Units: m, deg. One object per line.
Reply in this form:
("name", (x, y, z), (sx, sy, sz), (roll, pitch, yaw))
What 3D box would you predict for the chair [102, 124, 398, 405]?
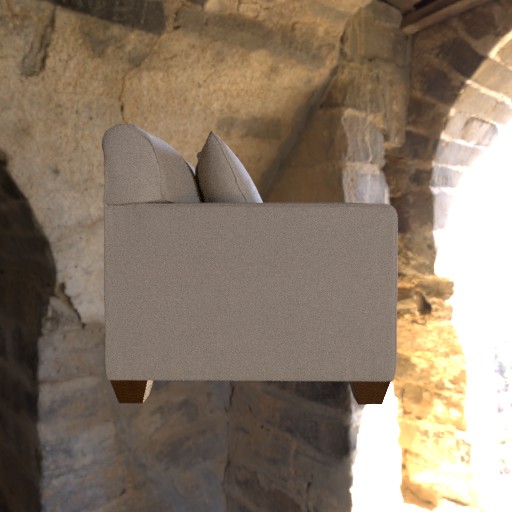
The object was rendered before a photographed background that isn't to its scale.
("chair", (0.000, 0.000, 2.104), (1.000, 0.948, 1.383), (0, 1, 1))
